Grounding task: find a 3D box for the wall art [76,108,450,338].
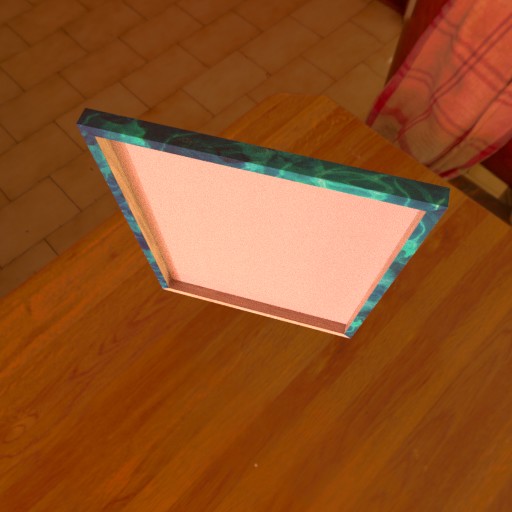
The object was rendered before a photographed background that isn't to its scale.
[{"bbox_3d":[0.000,0.000,1.051,0.609,0.760,0.038,14,66,7],"label":"wall art"}]
